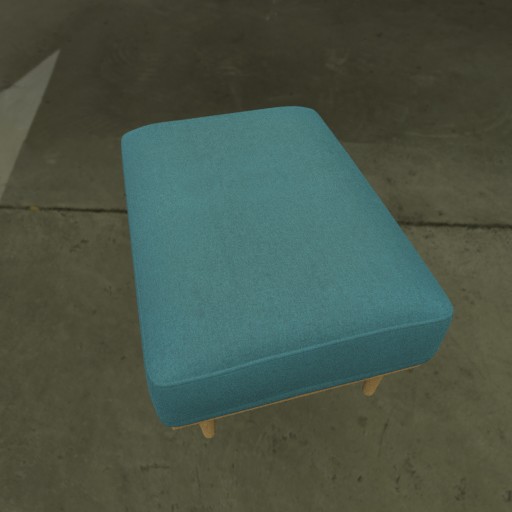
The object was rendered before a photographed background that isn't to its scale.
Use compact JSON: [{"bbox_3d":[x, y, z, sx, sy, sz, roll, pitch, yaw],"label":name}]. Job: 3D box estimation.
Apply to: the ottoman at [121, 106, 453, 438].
[{"bbox_3d":[0.000,0.000,1.065,0.549,0.428,0.749,-11,48,-10],"label":"ottoman"}]
